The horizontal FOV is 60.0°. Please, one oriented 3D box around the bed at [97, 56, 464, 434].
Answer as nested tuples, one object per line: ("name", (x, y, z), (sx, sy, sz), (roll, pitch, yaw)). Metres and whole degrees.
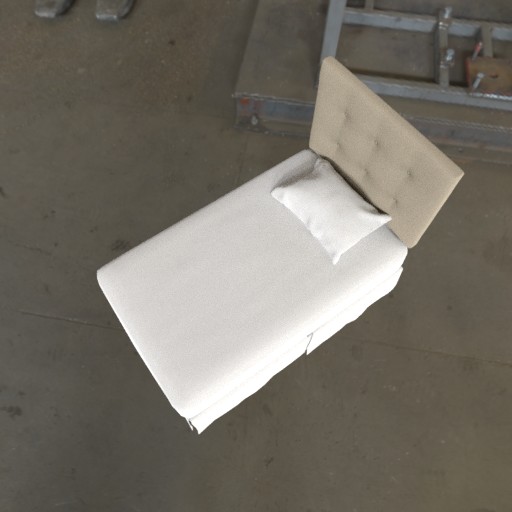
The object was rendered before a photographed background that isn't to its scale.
("bed", (0.000, 0.000, 3.025), (1.997, 1.571, 1.261), (-32, 68, -15))
